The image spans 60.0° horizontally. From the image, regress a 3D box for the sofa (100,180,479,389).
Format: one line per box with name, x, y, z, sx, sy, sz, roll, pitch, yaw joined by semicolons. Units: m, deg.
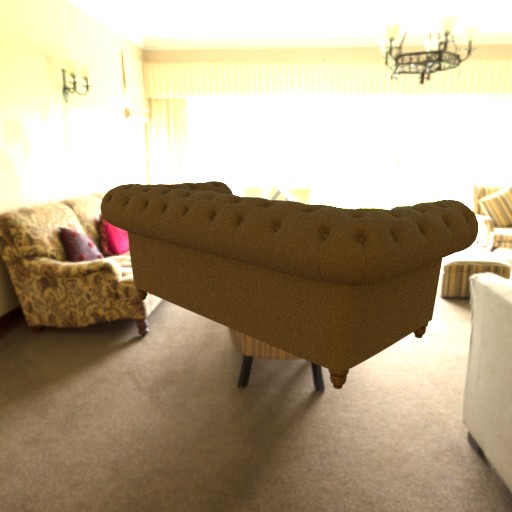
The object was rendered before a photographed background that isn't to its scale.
sofa;0.000;0.000;2.471;0.986;0.764;1.998;-13;19;-43
